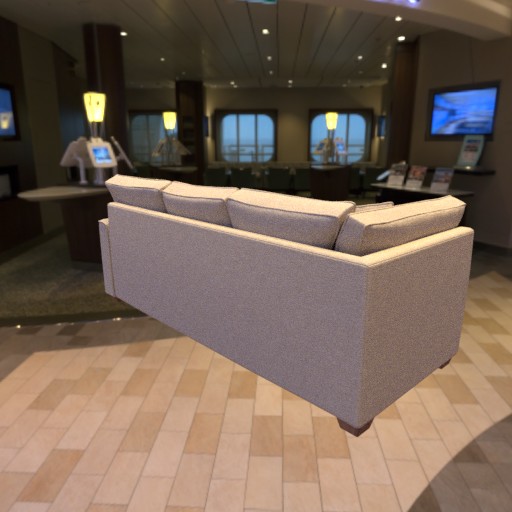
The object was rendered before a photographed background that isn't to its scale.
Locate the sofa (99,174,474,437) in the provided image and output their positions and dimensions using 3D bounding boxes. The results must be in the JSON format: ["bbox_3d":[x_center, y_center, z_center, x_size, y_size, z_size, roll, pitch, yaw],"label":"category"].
[{"bbox_3d":[0.000,0.000,2.849,1.061,0.962,2.317,-14,20,-41],"label":"sofa"}]
